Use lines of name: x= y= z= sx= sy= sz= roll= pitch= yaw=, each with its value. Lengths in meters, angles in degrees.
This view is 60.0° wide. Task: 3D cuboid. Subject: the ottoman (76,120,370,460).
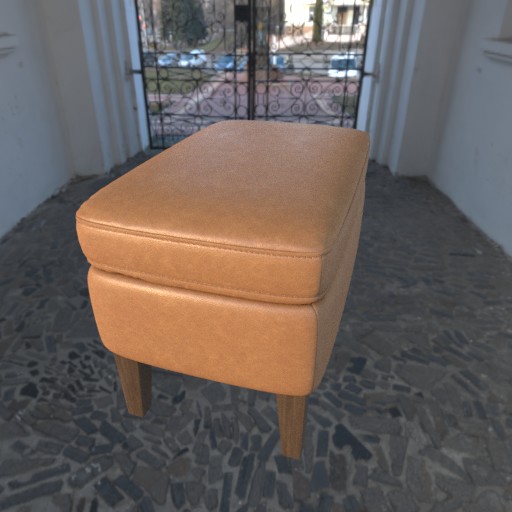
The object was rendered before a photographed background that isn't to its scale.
ottoman: x=0.000 y=0.000 z=0.981 sx=0.420 sy=0.480 sz=0.670 roll=9 pitch=31 yaw=15
